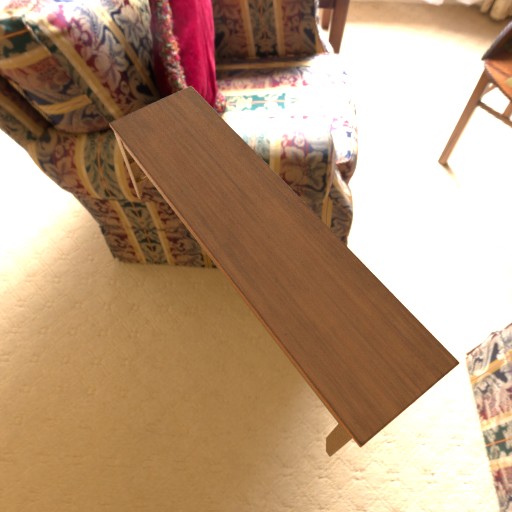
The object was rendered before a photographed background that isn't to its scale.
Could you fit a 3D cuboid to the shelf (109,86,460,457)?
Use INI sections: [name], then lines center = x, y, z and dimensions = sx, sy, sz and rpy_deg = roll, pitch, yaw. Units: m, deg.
[shelf]
center = 0.000, 0.000, 0.737
dimensions = 0.166, 0.190, 0.636
rpy_deg = -32, 64, -17
